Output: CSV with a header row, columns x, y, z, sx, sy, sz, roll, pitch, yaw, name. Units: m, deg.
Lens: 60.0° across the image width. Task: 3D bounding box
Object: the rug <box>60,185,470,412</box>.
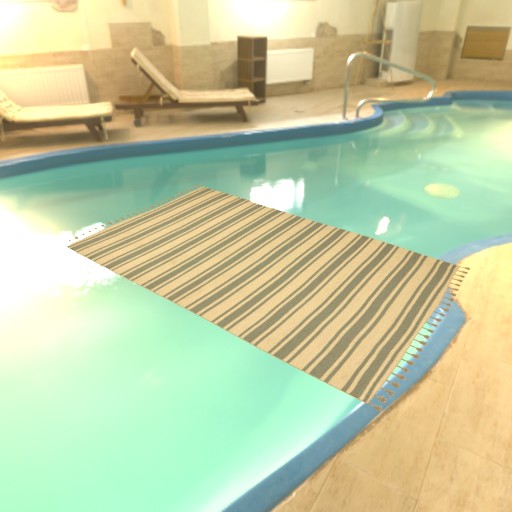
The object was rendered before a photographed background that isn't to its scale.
x,y,z,sx,sy,sz,roll,pitch,yaw,name
0.000,0.000,2.552,2.084,0.009,1.222,21,37,32,rug
